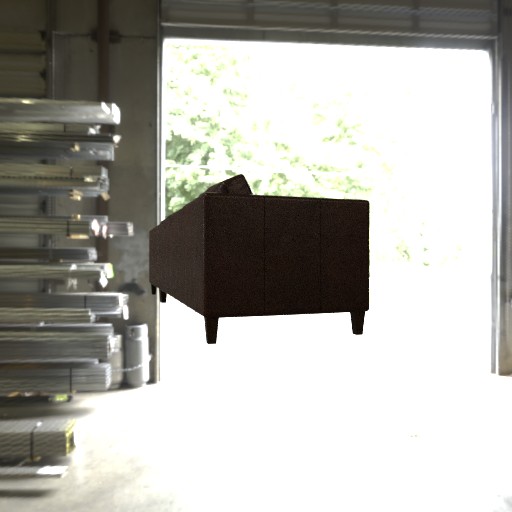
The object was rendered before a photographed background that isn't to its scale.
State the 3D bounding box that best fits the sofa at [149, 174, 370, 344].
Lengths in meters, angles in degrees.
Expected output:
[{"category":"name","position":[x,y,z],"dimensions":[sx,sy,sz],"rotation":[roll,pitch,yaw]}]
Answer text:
[{"category":"sofa","position":[0.000,0.000,3.904],"dimensions":[1.581,0.883,3.203],"rotation":[0,0,-18]}]
